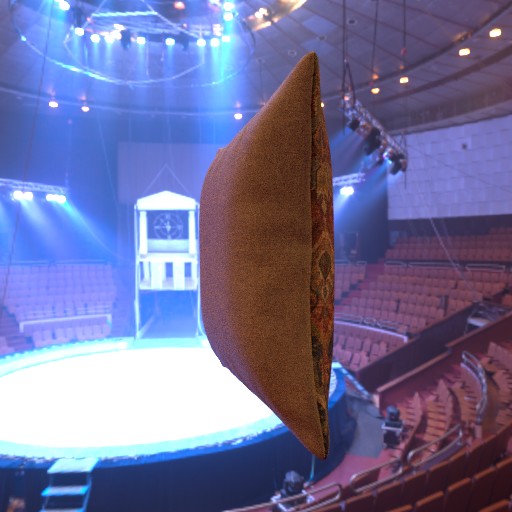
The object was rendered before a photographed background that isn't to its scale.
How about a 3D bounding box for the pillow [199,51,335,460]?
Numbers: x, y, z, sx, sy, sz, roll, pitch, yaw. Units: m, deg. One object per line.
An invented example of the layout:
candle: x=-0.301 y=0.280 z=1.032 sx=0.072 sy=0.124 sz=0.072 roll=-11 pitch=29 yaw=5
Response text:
pillow: x=0.000 y=0.000 z=0.787 sx=0.166 sy=0.506 sz=0.523 roll=0 pitch=-1 yaw=-18
